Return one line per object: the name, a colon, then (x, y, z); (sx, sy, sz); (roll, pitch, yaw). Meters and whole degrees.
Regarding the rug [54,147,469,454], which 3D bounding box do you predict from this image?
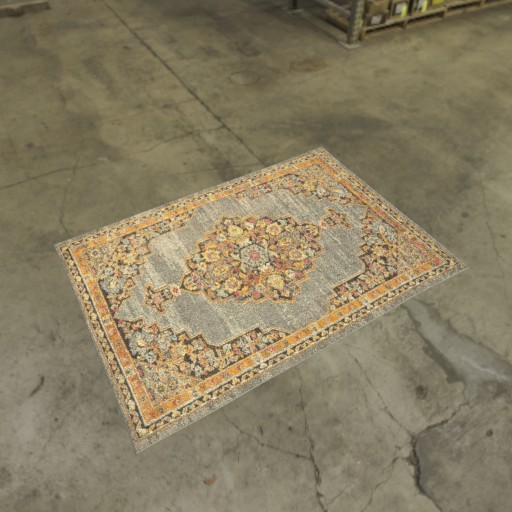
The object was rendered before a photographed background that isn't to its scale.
rug: (0.000, 0.000, 3.971); (3.063, 0.024, 2.158); (-24, 52, -20)
